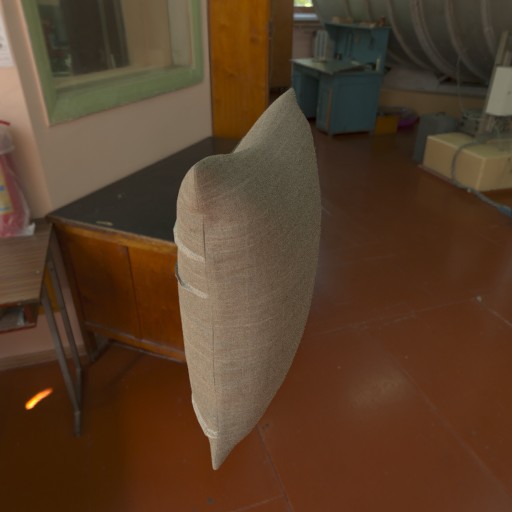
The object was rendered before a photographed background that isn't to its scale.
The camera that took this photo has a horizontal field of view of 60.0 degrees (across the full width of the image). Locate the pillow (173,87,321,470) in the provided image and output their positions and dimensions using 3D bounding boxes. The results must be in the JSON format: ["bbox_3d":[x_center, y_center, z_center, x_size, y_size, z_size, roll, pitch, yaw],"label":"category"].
[{"bbox_3d":[0.000,0.000,0.639,0.169,0.400,0.424,8,31,14],"label":"pillow"}]
